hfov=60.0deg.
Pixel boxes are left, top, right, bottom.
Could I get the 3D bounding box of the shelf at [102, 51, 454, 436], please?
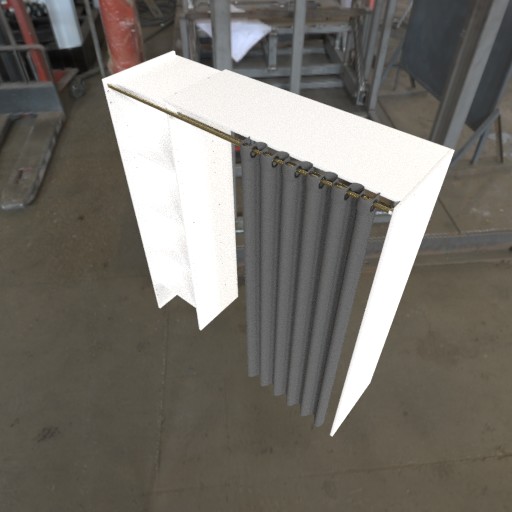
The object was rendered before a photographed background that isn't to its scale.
[{"bbox_3d":[0.000,0.000,2.594,1.600,1.810,0.500,30,52,27],"label":"shelf"}]
